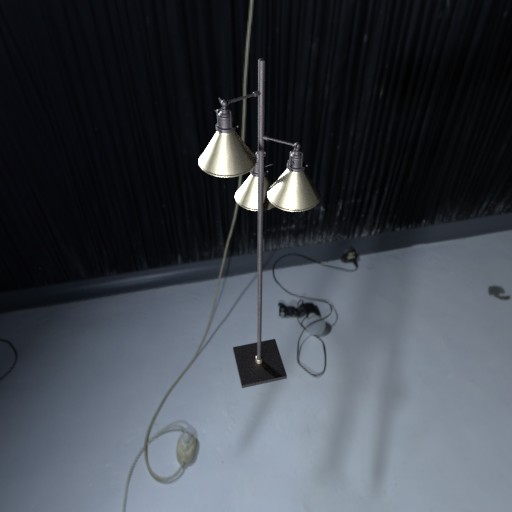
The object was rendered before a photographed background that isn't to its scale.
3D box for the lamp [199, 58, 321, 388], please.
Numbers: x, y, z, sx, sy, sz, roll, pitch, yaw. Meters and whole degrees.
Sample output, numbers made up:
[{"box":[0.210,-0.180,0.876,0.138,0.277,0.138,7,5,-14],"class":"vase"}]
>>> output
[{"box":[0.000,0.000,1.953,0.428,1.716,0.415,-10,46,-10],"class":"lamp"}]
